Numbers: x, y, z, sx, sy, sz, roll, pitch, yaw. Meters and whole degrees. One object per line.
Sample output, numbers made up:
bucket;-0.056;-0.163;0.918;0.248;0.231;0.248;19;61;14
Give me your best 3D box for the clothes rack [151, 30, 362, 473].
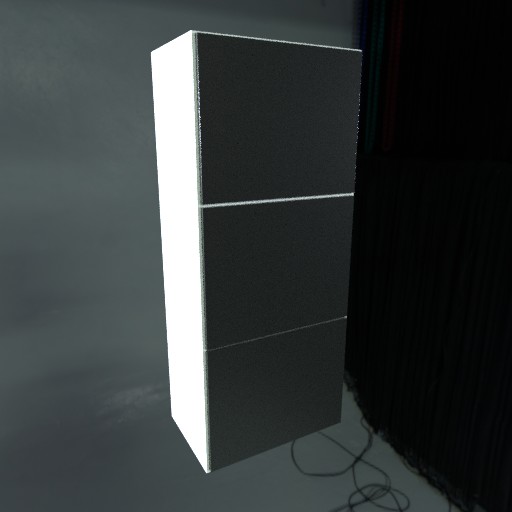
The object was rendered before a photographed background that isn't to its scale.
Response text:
clothes rack;0.000;0.000;1.395;0.500;1.187;0.330;-8;17;-28
